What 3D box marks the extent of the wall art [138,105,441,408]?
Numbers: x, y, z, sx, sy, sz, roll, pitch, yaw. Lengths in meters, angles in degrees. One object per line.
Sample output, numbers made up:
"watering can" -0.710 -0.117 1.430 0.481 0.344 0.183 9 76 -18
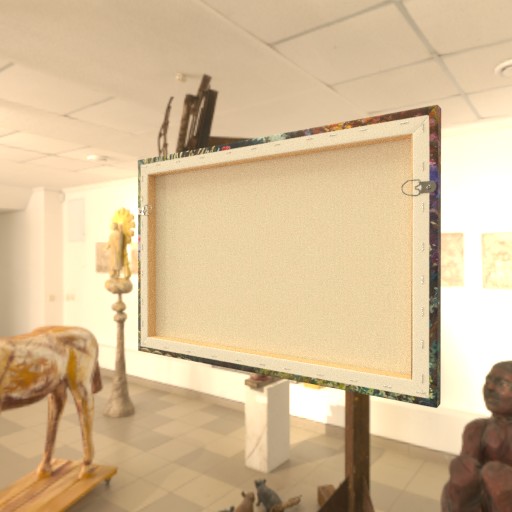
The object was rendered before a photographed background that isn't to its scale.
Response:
"wall art" 0.000 0.000 1.450 1.136 0.760 0.042 0 0 35
